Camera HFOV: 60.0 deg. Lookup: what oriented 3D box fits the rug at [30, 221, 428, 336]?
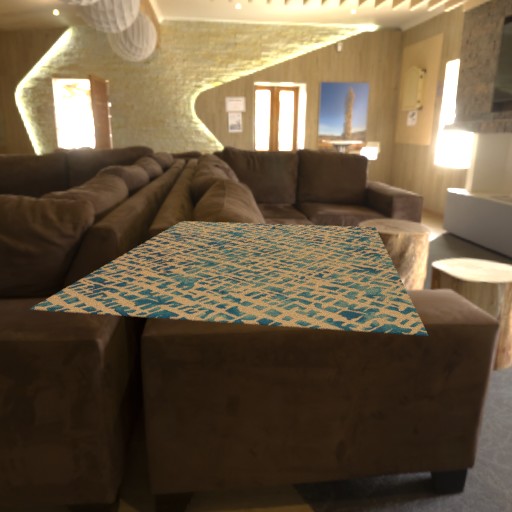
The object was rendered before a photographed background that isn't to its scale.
[{"bbox_3d":[0.000,0.000,4.070,2.435,0.007,3.007,3,16,9],"label":"rug"}]
